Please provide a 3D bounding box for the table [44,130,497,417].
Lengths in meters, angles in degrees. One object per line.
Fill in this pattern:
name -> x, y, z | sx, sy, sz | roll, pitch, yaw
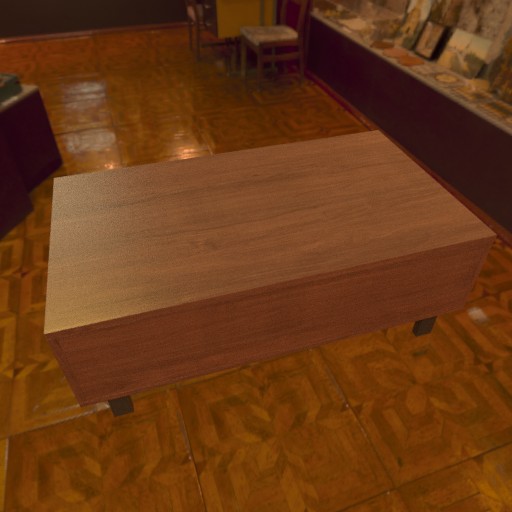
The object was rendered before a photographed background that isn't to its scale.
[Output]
table -> 0.000, 0.000, 1.287 | 1.020, 0.380, 0.600 | -11, 43, -13
